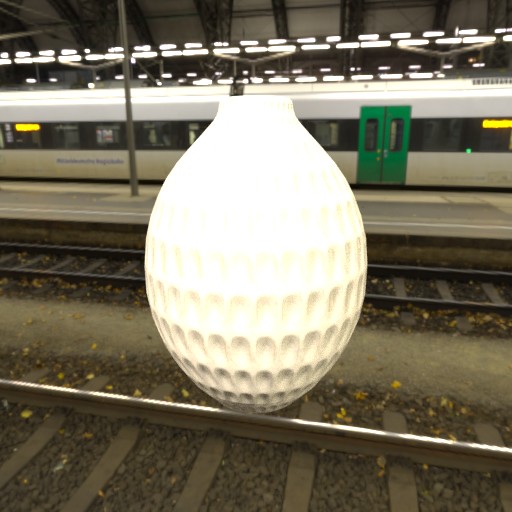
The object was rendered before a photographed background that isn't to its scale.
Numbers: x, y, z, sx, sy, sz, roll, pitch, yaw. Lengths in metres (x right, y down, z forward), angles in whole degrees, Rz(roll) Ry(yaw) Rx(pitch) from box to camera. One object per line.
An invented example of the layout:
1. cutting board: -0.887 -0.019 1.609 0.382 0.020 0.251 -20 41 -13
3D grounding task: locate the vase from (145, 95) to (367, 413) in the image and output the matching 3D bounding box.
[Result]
1. vase: 0.000 0.000 0.331 0.162 0.223 0.162 0 15 0
